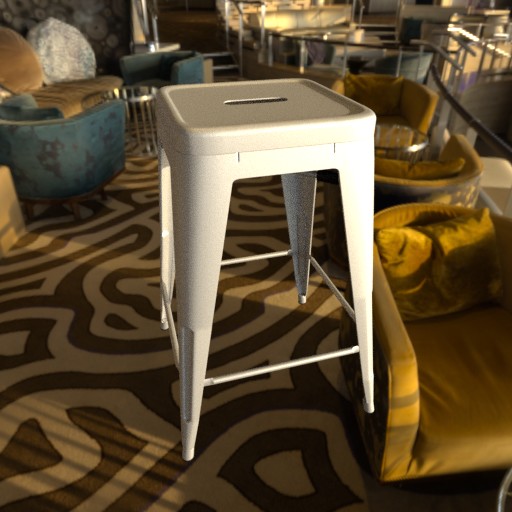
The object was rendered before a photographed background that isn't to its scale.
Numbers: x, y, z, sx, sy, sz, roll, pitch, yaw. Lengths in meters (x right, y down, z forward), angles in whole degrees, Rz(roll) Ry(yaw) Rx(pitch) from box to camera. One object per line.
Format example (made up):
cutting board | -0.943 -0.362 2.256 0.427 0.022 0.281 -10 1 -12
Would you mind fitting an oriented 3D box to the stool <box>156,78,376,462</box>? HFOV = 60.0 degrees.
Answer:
stool | 0.000 0.000 0.887 0.406 0.610 0.406 -9 33 -14
